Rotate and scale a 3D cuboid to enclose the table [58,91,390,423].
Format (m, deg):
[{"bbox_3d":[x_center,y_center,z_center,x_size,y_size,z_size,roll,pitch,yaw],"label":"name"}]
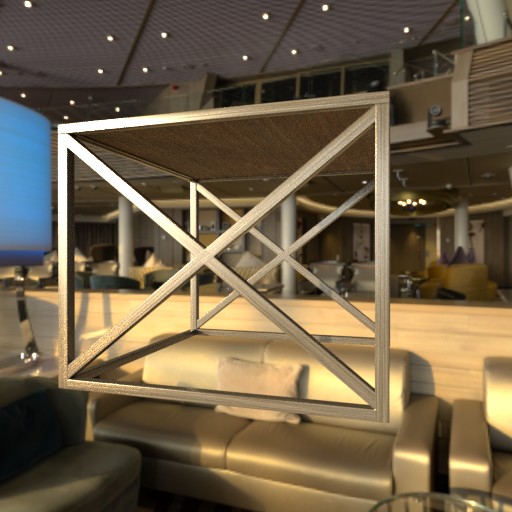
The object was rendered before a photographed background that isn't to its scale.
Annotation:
[{"bbox_3d":[0.000,0.000,1.055,0.611,0.507,0.609,0,0,17],"label":"table"}]
